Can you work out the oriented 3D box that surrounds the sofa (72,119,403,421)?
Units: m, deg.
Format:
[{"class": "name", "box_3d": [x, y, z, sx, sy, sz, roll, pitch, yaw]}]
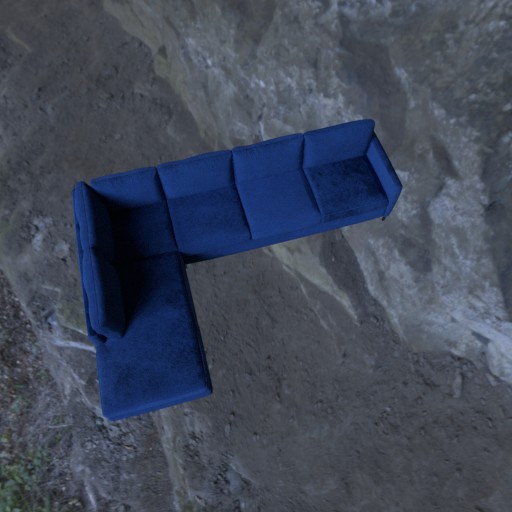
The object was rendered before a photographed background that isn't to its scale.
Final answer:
[{"class": "sofa", "box_3d": [0.000, 0.000, 3.901, 2.949, 0.815, 2.007, -14, 64, -7]}]
